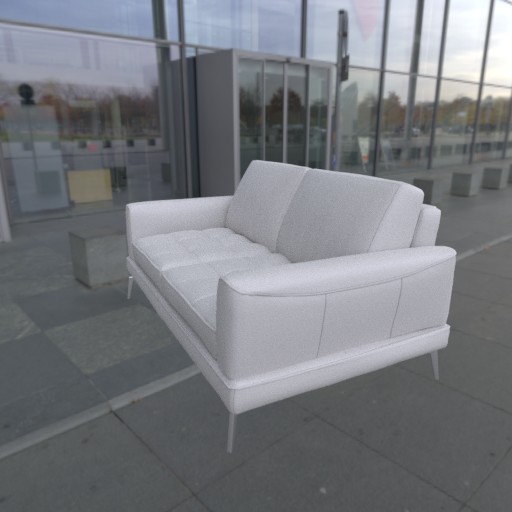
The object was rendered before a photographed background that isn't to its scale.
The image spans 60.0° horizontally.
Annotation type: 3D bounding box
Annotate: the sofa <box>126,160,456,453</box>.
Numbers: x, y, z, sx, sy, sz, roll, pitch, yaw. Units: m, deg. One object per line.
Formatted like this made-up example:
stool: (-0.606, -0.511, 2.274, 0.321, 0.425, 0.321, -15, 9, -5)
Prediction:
sofa: (0.000, 0.000, 2.440, 1.121, 0.930, 1.819, -8, 18, -26)
